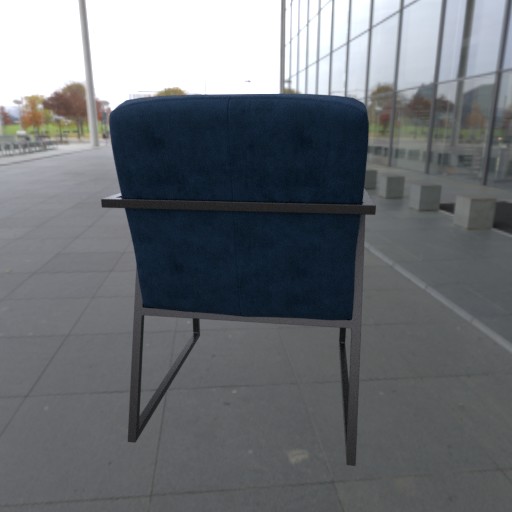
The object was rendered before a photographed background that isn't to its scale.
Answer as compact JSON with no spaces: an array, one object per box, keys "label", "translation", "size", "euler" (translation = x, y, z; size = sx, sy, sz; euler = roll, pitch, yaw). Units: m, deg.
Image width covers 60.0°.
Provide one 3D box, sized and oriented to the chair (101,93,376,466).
[{"label":"chair","translation":[0.000,0.000,1.266],"size":[0.571,0.833,0.677],"euler":[2,16,8]}]
